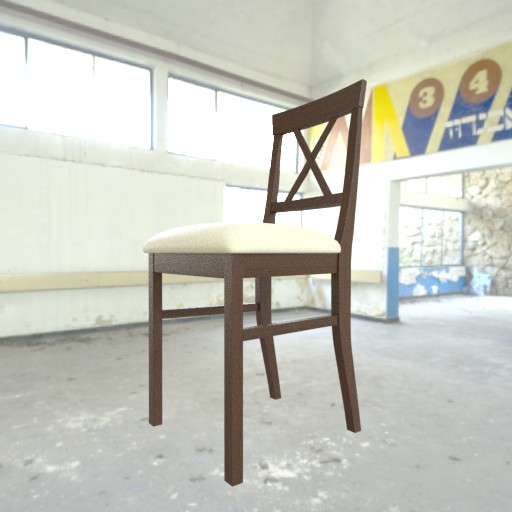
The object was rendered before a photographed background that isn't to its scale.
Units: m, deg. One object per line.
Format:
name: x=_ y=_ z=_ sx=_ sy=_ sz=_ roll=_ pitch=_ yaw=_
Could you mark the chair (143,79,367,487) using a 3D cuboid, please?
chair: x=0.000 y=0.000 z=1.164 sx=0.480 sy=0.913 sz=0.440 roll=0 pitch=1 yaw=-37
